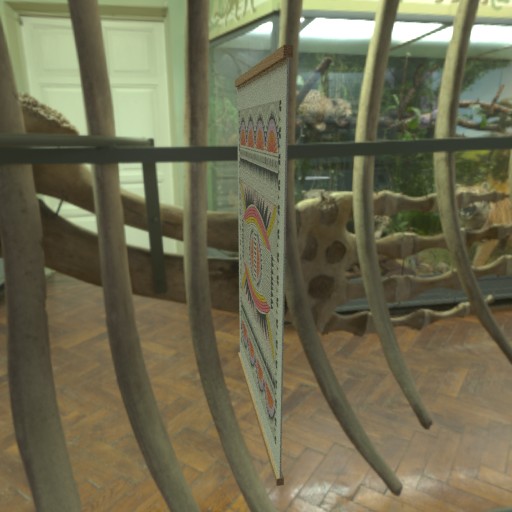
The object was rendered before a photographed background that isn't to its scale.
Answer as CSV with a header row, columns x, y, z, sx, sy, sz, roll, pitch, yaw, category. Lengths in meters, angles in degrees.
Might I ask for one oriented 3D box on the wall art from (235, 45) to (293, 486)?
x,y,z,sx,sy,sz,roll,pitch,yaw,category
0.000,0.000,1.944,0.028,1.533,0.999,-3,16,-10,wall art
